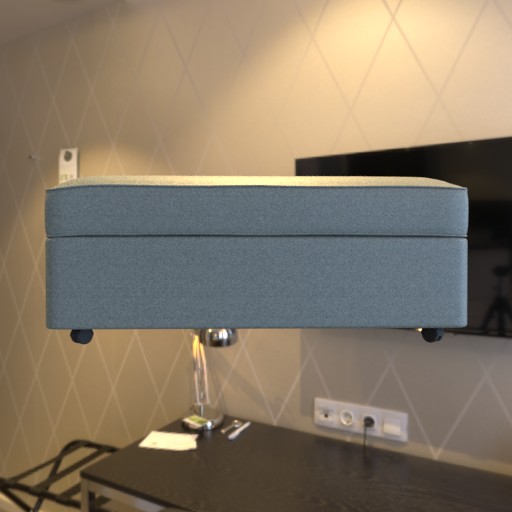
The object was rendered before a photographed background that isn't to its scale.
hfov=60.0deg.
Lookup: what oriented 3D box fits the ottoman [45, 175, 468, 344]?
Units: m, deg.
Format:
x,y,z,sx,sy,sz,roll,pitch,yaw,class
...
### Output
x,y,z,sx,sy,sz,roll,pitch,yaw,class
0.000,0.000,1.532,1.173,0.494,0.681,0,1,-1,ottoman
